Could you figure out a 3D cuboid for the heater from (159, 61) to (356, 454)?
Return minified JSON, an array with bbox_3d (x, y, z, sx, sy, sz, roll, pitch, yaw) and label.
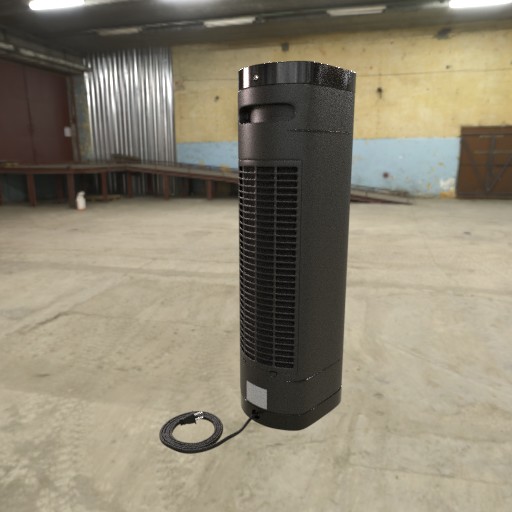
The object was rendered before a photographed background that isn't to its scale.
[{"bbox_3d":[0.000,0.000,0.690,0.174,0.552,0.312,12,17,42],"label":"heater"}]
